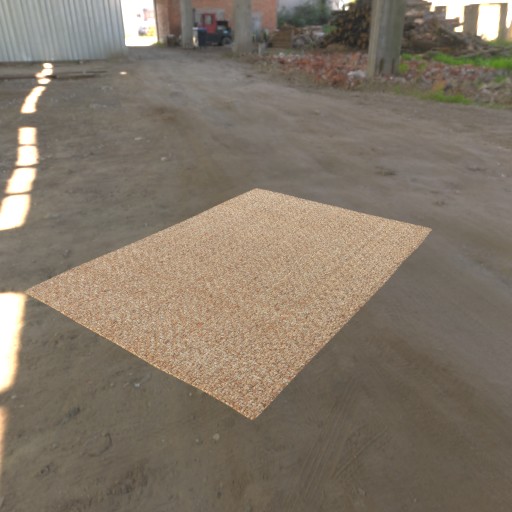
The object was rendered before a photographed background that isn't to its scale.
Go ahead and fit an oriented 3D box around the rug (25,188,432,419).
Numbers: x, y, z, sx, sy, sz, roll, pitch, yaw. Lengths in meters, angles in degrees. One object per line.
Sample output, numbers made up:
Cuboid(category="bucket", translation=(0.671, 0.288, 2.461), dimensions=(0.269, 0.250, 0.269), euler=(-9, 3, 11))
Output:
Cuboid(category="rug", translation=(0.000, 0.000, 2.762), dimensions=(1.566, 0.013, 2.141), euler=(18, 32, 31))
